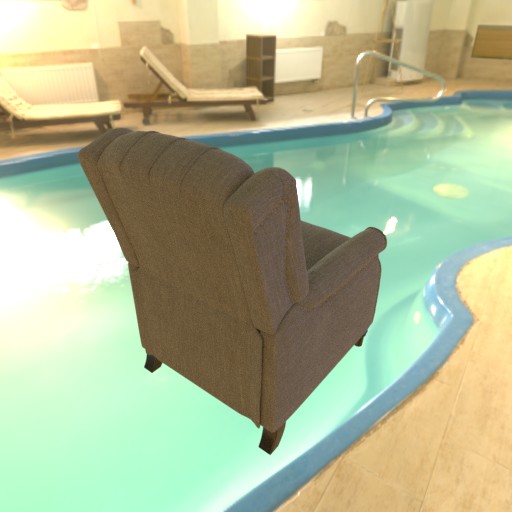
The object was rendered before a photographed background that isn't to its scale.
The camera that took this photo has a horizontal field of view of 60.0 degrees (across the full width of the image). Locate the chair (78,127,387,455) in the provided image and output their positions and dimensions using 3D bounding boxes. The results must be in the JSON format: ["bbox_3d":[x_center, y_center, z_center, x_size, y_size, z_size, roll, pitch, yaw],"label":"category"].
[{"bbox_3d":[0.000,0.000,1.659,0.742,1.035,0.898,22,37,32],"label":"chair"}]
